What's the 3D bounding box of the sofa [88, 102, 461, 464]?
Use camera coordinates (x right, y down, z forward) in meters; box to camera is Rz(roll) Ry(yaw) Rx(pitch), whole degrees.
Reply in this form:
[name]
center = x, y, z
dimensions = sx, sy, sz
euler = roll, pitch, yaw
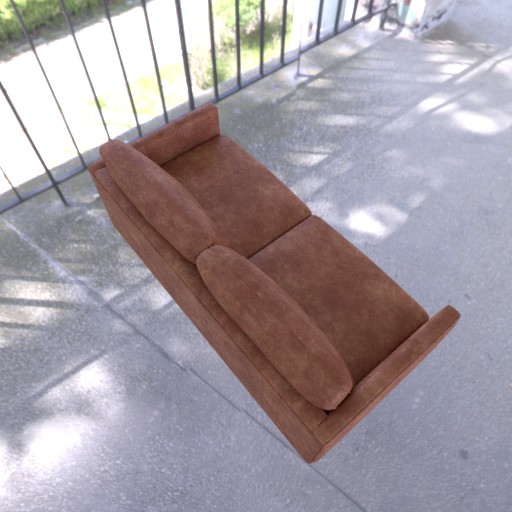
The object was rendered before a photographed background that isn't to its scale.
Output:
[sofa]
center = 0.000, 0.000, 2.491
dimensions = 0.923, 0.863, 1.971
euler = -35, 64, -20
